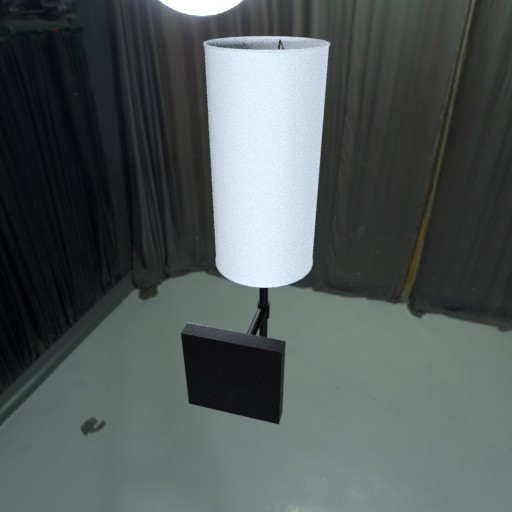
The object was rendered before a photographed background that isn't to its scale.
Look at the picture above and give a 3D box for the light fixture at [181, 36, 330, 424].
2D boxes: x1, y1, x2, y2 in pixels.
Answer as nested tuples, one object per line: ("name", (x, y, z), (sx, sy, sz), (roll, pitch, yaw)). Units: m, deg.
("light fixture", (0.000, 0.000, 0.538), (0.128, 0.462, 0.208), (8, 32, 13))
